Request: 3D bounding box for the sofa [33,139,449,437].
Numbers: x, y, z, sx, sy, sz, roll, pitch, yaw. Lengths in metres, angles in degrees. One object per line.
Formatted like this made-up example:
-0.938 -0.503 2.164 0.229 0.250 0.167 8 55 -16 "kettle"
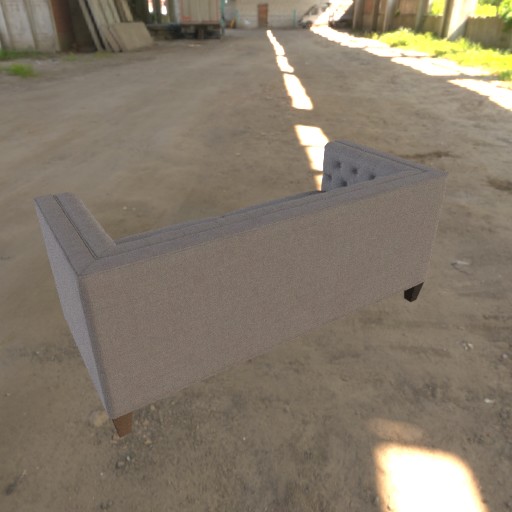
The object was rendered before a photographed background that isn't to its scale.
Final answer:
0.000 0.000 2.215 1.778 0.762 0.775 -18 34 -28 "sofa"
